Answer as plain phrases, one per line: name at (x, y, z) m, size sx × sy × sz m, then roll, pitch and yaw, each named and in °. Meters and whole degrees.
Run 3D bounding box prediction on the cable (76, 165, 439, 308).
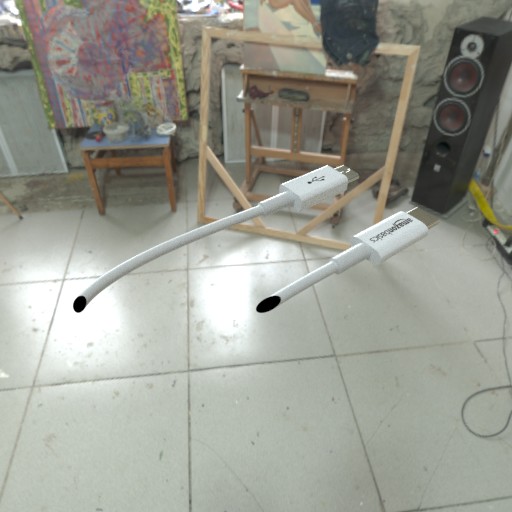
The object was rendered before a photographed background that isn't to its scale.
cable at (0.000, 0.000, 0.112) m, size 0.098 × 0.006 × 0.040 m, roll -26°, pitch 48°, yaw -27°
